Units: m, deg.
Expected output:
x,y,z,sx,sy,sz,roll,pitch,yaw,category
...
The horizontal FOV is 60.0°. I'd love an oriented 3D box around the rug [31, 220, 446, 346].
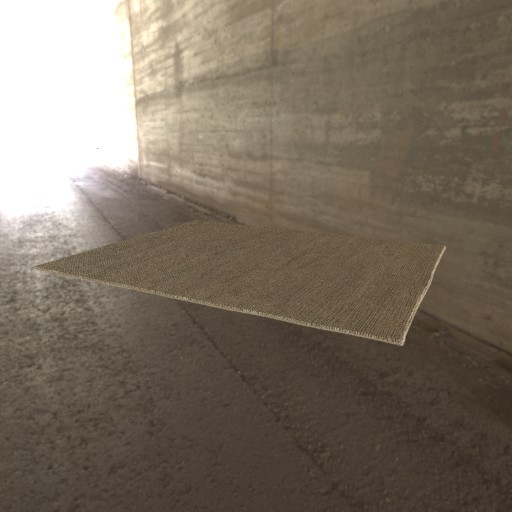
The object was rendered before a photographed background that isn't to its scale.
x,y,z,sx,sy,sz,roll,pitch,yaw,category
0.000,0.000,4.097,3.052,0.030,2.429,8,17,27,rug
